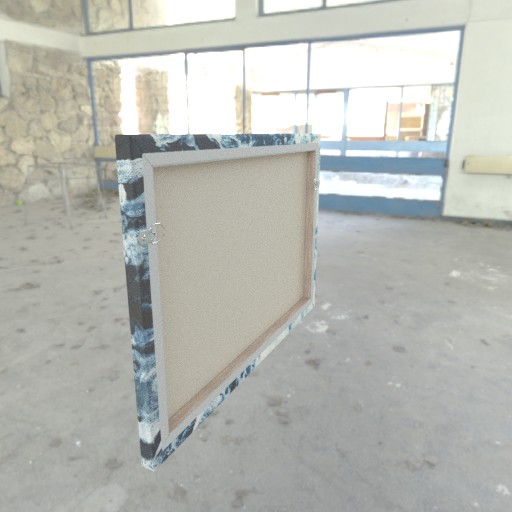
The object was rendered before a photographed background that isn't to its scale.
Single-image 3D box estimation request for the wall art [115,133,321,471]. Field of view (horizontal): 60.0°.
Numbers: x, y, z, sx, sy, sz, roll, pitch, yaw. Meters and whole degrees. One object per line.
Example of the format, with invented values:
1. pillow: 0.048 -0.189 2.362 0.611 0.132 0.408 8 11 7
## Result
1. wall art: 0.000 0.000 1.913 0.055 1.017 1.524 8 17 25
